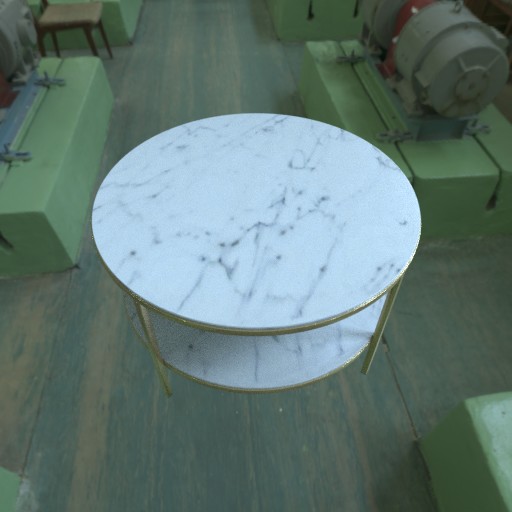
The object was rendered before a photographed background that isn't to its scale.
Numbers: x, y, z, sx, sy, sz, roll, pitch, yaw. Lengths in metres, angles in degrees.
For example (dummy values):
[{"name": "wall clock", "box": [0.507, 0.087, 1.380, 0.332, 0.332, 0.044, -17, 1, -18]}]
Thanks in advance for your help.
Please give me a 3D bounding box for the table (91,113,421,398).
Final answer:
[{"name": "table", "box": [0.000, 0.000, 1.266, 0.800, 0.450, 0.800, 0, 47, 0]}]
